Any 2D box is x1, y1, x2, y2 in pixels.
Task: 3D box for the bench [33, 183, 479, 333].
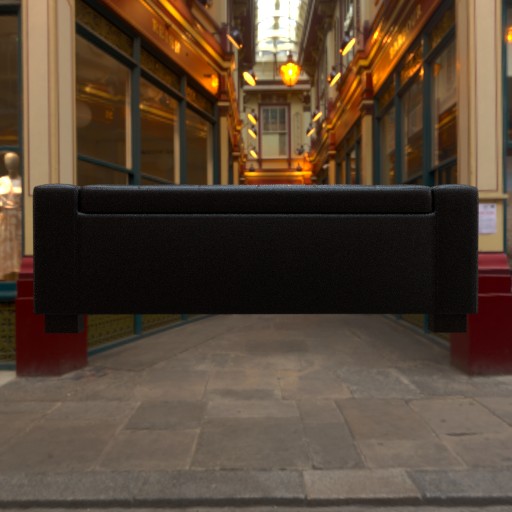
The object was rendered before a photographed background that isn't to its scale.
[{"bbox_3d":[0.000,0.000,1.528,1.296,0.445,0.508,0,1,-1],"label":"bench"}]
